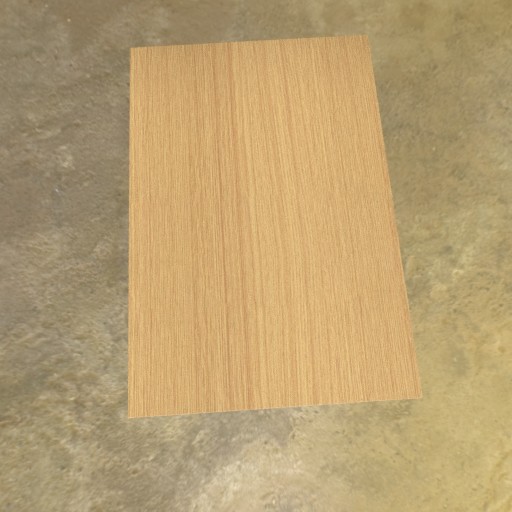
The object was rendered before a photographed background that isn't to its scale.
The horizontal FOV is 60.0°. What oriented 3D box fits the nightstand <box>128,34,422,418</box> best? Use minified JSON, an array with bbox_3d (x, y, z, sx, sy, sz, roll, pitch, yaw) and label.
[{"bbox_3d":[0.000,0.000,0.951,0.407,0.610,0.571,-4,76,-1],"label":"nightstand"}]
